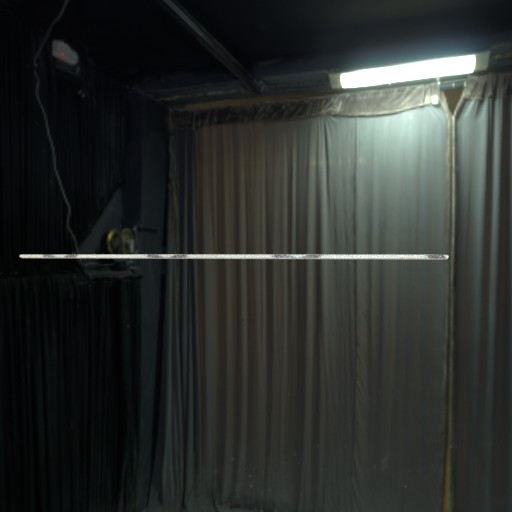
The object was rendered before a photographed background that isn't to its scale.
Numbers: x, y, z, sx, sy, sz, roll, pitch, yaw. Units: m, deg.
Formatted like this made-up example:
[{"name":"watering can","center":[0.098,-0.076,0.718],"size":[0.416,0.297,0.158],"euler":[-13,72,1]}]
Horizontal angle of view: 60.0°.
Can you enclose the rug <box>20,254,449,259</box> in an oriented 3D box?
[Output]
[{"name":"rug","center":[0.000,0.000,4.001],"size":[3.000,0.026,2.399],"euler":[0,0,18]}]
